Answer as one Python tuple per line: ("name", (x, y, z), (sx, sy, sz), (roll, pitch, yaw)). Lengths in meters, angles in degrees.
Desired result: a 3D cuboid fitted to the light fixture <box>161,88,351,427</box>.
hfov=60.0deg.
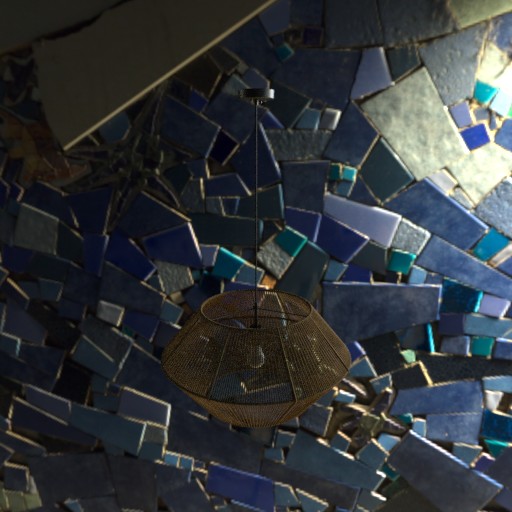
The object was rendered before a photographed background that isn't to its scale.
("light fixture", (0.000, 0.000, 1.434), (0.643, 1.009, 0.643), (0, 14, 0))
